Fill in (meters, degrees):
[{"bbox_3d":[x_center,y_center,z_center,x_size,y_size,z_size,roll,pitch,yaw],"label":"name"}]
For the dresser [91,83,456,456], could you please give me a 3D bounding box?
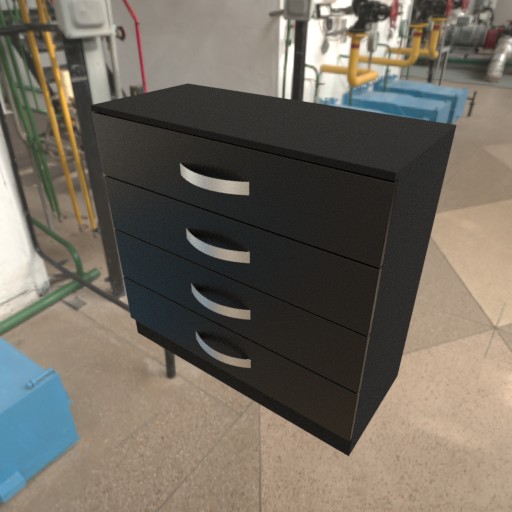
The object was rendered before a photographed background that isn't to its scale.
[{"bbox_3d":[0.000,0.000,1.156,0.750,0.720,0.360,21,37,30],"label":"dresser"}]
